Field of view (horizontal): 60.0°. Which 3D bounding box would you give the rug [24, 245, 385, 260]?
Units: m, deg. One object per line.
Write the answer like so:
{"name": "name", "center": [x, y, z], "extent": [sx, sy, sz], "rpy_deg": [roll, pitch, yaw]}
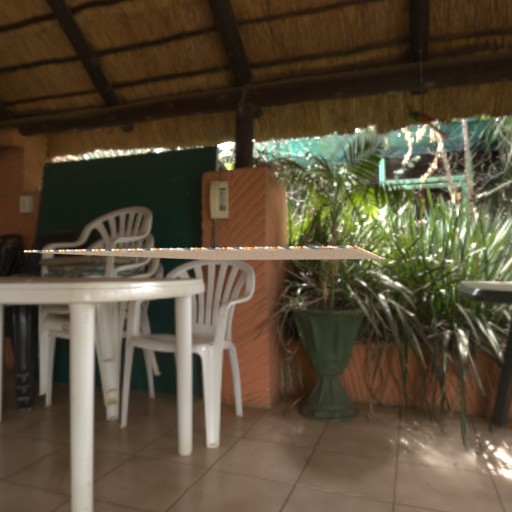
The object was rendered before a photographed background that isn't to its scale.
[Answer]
{"name": "rug", "center": [0.000, 0.000, 2.326], "extent": [1.230, 0.008, 1.827], "rpy_deg": [0, -2, 18]}
